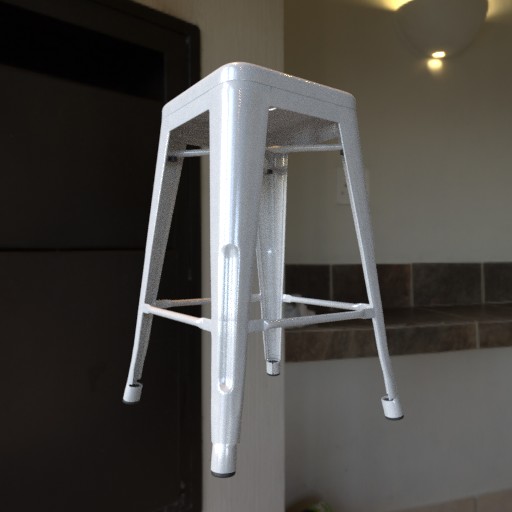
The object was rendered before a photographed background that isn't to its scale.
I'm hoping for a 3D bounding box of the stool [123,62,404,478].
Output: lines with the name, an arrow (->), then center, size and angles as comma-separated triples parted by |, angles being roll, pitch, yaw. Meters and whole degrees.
stool -> 0.000, 0.000, 0.876 | 0.406, 0.610, 0.406 | 0, 0, -35
